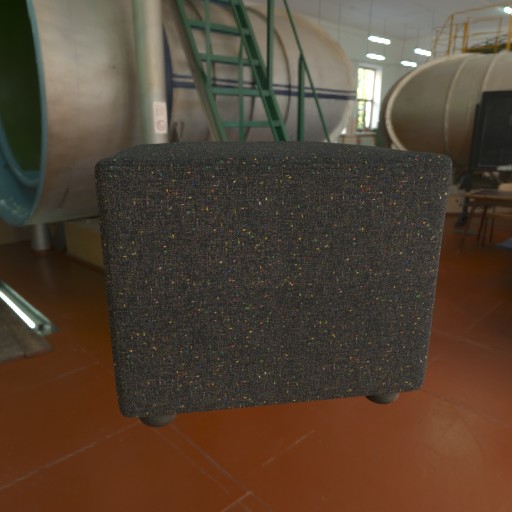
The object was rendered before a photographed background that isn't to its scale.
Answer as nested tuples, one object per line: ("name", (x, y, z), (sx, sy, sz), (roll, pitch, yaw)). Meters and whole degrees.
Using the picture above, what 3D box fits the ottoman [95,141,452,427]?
("ottoman", (0.000, 0.000, 0.875), (0.508, 0.432, 0.508), (-3, 17, -9))
